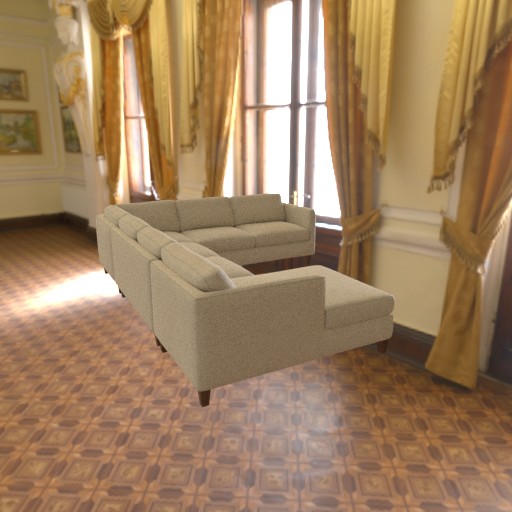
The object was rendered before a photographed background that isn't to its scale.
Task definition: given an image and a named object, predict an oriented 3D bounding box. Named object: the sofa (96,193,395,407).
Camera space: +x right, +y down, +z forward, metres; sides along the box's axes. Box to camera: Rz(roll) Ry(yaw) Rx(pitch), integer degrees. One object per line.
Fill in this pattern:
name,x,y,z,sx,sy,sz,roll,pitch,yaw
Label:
sofa,0.000,0.000,4.450,2.551,0.853,3.238,-8,17,-28
